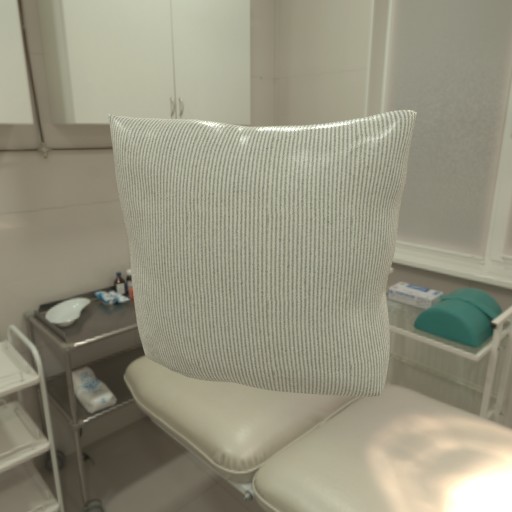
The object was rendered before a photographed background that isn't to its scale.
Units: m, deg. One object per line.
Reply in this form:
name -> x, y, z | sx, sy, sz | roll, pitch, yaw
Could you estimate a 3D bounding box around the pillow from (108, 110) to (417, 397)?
pillow -> 0.000, 0.000, 0.697 | 0.310, 0.432, 0.387 | -15, 22, -42
